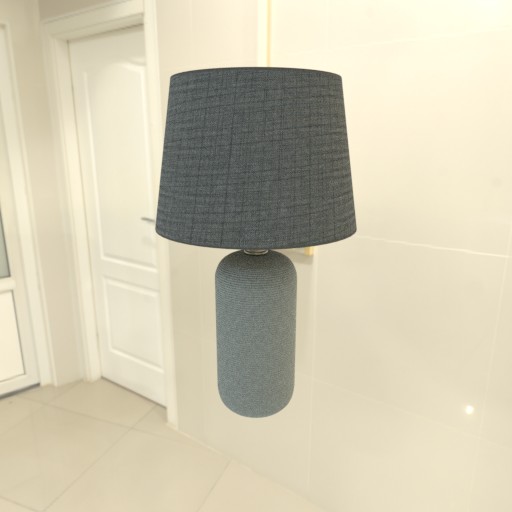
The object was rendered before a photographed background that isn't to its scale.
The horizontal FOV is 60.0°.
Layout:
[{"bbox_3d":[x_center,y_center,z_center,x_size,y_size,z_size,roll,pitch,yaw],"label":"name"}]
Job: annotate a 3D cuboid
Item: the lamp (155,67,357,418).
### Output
[{"bbox_3d":[0.000,0.000,0.576,0.251,0.429,0.251,0,15,0],"label":"lamp"}]
